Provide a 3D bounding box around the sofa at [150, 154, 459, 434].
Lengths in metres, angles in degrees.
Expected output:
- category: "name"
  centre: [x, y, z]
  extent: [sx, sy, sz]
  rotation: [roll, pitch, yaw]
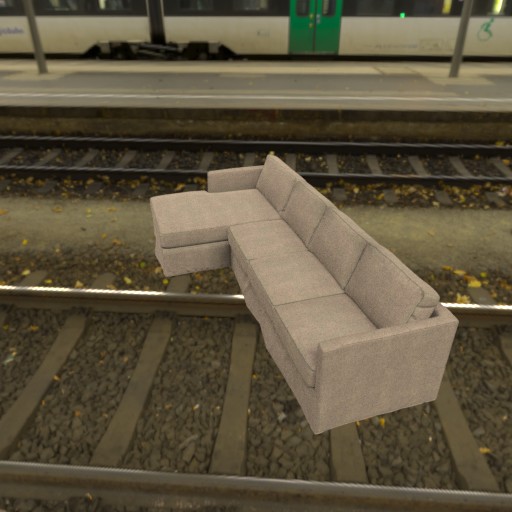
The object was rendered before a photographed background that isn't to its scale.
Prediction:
- category: "sofa"
  centre: [0.000, 0.000, 3.968]
  extent: [1.650, 0.922, 3.205]
  rotation: [-9, 31, -15]
